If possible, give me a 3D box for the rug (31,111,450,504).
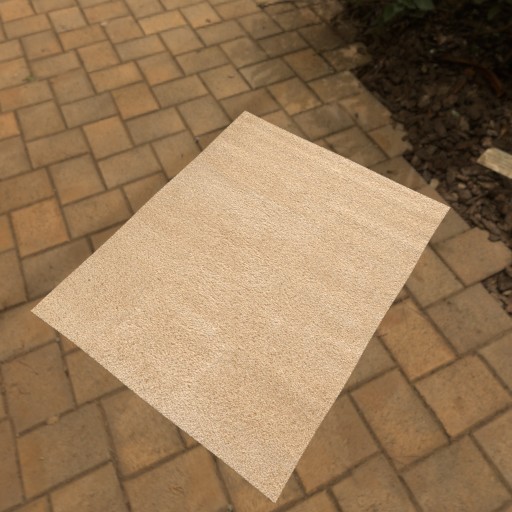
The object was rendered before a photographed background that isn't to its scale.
[{"bbox_3d":[0.000,0.000,3.919,2.400,0.025,3.000,31,62,18],"label":"rug"}]
